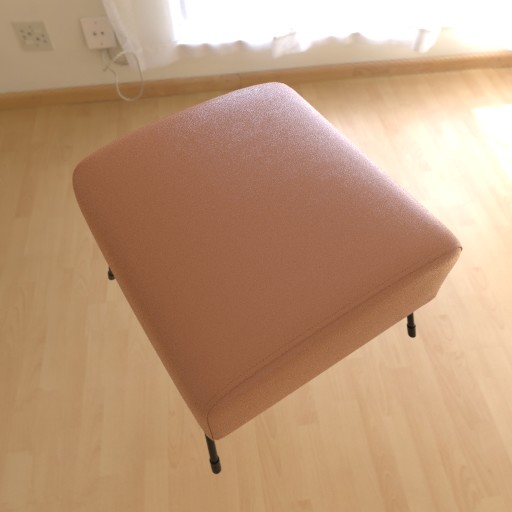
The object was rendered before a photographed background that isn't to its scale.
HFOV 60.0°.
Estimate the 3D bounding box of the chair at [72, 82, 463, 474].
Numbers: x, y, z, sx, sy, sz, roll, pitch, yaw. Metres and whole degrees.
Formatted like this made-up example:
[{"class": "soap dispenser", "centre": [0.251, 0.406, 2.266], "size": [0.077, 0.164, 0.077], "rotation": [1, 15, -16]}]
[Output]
[{"class": "chair", "centre": [0.000, 0.000, 0.876], "size": [0.530, 0.410, 0.530], "rotation": [-28, 61, -18]}]
